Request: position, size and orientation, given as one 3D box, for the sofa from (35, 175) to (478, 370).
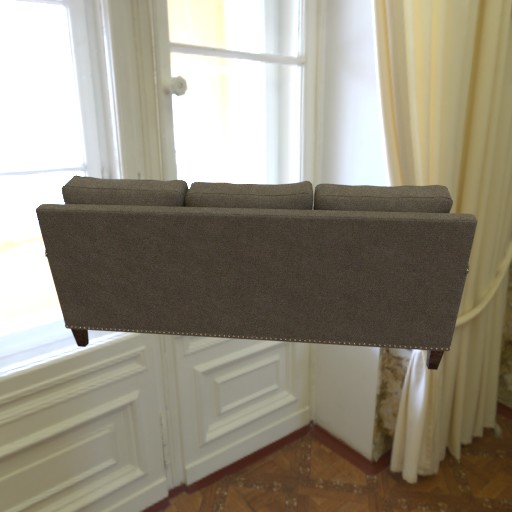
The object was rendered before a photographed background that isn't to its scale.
[{"bbox_3d":[0.000,0.000,2.770,2.226,1.042,1.034,2,17,7],"label":"sofa"}]
